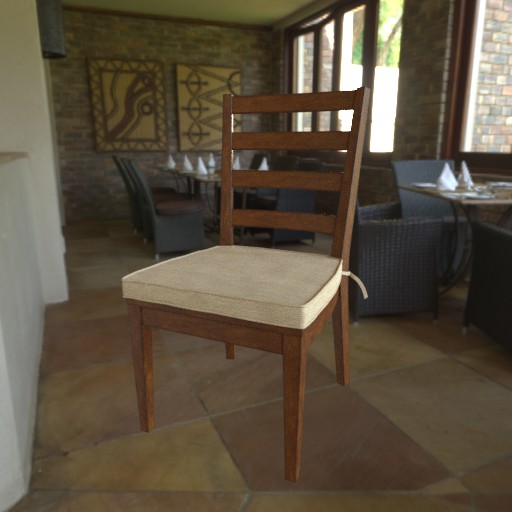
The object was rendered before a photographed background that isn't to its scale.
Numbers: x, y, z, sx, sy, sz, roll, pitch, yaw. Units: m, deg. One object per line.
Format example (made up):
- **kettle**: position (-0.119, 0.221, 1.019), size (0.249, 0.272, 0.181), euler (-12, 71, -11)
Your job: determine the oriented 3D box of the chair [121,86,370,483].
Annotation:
- **chair**: position (0.000, 0.000, 1.320), size (0.593, 0.979, 0.595), euler (7, 15, 25)
